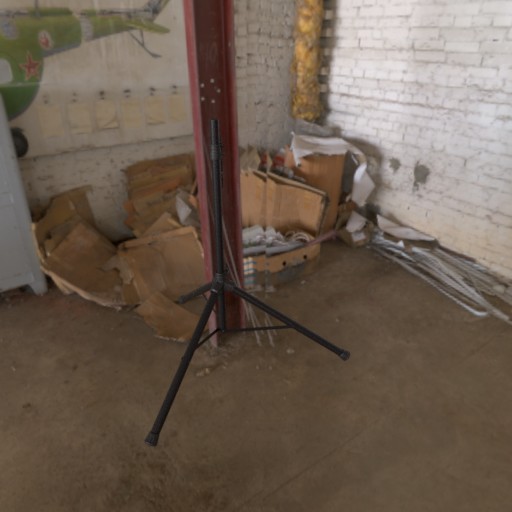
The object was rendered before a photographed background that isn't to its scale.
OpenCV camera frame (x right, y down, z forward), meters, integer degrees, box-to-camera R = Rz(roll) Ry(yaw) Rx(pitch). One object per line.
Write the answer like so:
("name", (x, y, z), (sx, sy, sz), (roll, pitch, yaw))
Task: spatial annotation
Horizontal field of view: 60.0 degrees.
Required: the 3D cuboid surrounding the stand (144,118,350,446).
("stand", (0.000, 0.000, 1.893), (0.907, 1.136, 1.045), (0, 27, 0))
